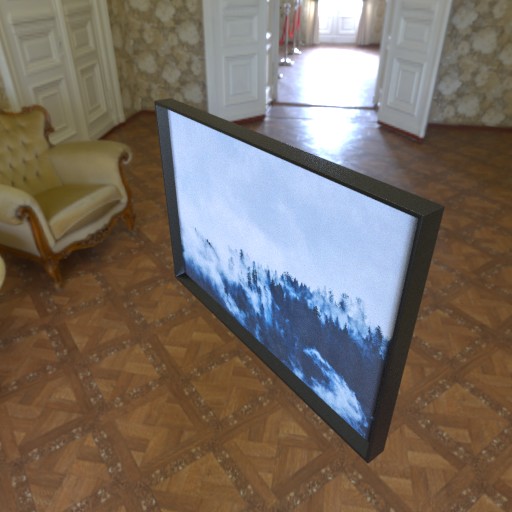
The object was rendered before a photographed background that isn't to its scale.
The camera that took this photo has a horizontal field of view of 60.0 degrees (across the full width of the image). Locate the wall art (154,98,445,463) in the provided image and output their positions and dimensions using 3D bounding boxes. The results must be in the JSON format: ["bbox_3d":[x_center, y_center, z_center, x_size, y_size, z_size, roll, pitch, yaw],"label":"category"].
[{"bbox_3d":[0.000,0.000,1.185,0.058,0.640,0.939,-22,38,-30],"label":"wall art"}]
